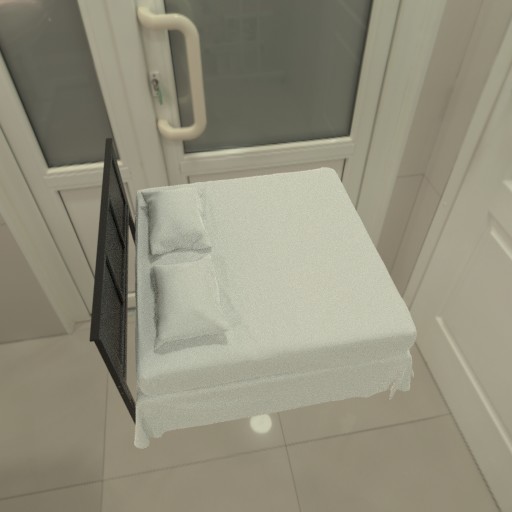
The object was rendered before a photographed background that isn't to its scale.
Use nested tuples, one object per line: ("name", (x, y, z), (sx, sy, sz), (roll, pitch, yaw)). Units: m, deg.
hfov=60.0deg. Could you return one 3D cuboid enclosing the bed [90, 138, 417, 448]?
("bed", (0.000, 0.000, 3.663), (2.219, 1.271, 2.315), (-8, 47, -7))
